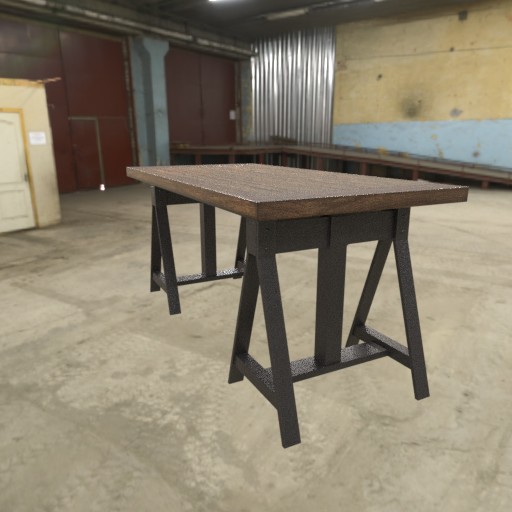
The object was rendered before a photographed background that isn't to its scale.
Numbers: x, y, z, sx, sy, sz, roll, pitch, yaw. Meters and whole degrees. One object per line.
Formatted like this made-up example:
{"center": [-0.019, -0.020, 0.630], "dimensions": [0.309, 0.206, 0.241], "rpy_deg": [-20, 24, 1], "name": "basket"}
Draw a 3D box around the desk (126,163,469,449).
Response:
{"center": [0.000, 0.000, 1.996], "dimensions": [0.784, 0.725, 1.543], "rpy_deg": [-8, 17, -26], "name": "desk"}
